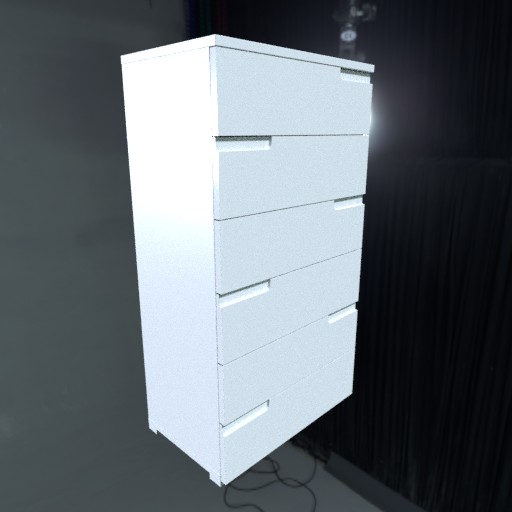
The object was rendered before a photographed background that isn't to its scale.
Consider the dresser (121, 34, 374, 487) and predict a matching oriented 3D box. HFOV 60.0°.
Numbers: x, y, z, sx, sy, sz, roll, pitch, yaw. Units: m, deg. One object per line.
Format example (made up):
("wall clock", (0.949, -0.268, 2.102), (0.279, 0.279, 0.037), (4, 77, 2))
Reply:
("dresser", (0.000, 0.000, 1.462), (0.400, 1.190, 0.650), (15, 22, 43))
